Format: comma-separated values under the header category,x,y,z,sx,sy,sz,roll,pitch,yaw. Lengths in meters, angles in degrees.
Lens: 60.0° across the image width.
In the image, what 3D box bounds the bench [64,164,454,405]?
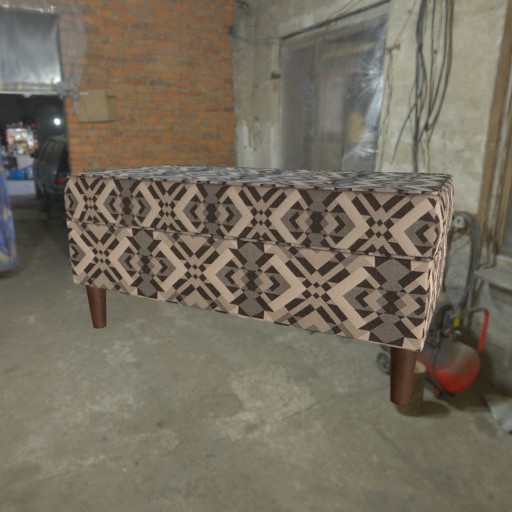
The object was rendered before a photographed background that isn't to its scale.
category,x,y,z,sx,sy,sz,roll,pitch,yaw
bench,0.000,0.000,1.299,1.016,0.477,0.492,7,17,26
